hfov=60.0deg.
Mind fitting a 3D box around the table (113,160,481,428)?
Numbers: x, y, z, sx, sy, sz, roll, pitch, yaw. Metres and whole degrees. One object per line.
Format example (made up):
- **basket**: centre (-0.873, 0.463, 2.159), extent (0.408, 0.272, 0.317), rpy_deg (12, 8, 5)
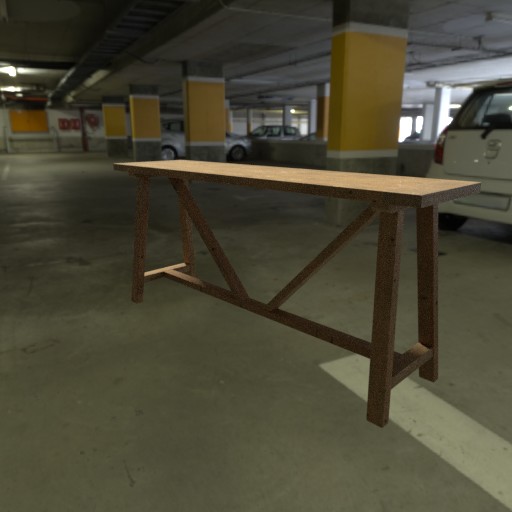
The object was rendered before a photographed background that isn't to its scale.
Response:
- **table**: centre (0.000, 0.000, 2.138), extent (0.465, 0.810, 1.800), rpy_deg (-15, 22, -43)
